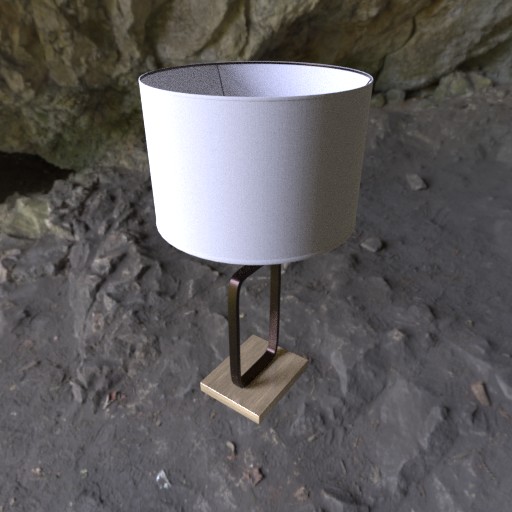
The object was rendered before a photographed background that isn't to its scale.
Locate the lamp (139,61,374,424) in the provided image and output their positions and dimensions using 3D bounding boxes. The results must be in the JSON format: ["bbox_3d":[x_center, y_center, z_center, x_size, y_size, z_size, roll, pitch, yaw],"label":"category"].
[{"bbox_3d":[0.000,0.000,0.666,0.279,0.508,0.279,20,36,30],"label":"lamp"}]
